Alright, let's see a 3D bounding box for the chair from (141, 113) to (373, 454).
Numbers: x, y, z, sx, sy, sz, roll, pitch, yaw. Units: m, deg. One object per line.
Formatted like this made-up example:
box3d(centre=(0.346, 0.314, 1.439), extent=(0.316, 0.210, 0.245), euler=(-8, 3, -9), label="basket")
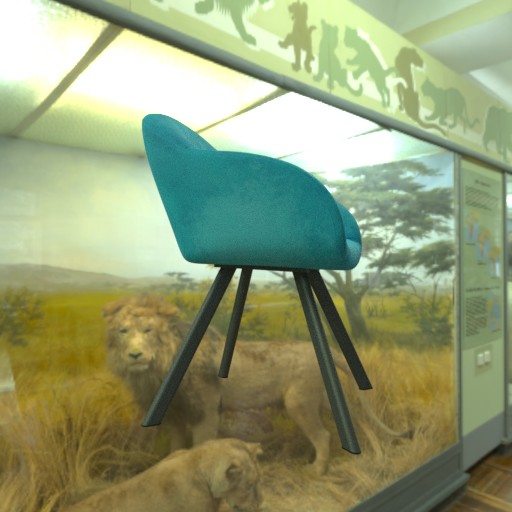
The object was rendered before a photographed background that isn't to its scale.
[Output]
box3d(centre=(0.000, 0.000, 1.204), extent=(0.590, 0.795, 0.550), euler=(0, -1, 18), label="chair")
